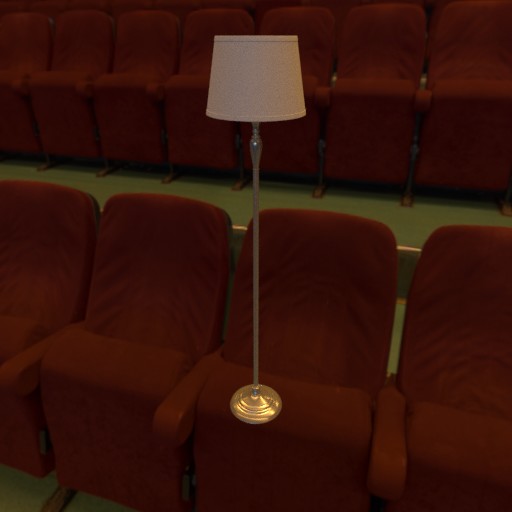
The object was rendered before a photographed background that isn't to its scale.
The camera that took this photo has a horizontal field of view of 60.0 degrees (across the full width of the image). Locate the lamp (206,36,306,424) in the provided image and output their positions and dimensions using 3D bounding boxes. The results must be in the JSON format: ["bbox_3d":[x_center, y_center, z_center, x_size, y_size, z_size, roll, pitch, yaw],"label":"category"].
[{"bbox_3d":[0.000,0.000,1.693,0.327,1.506,0.327,8,27,16],"label":"lamp"}]
